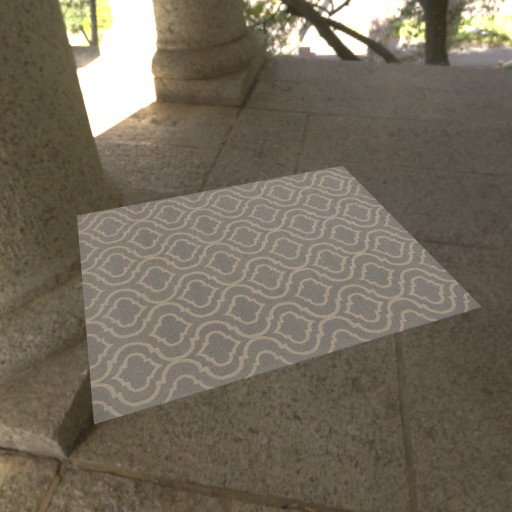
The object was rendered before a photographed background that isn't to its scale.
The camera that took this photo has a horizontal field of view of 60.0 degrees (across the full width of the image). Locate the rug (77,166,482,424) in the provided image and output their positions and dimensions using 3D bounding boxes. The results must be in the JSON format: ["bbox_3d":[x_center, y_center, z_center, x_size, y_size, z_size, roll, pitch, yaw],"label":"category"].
[{"bbox_3d":[0.000,0.000,3.874,2.892,0.006,2.283,-13,43,-14],"label":"rug"}]
